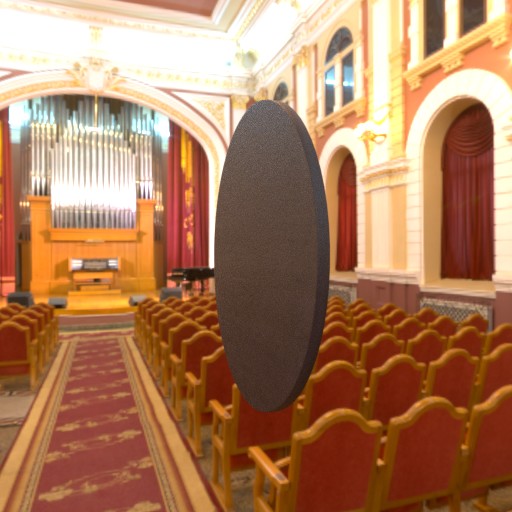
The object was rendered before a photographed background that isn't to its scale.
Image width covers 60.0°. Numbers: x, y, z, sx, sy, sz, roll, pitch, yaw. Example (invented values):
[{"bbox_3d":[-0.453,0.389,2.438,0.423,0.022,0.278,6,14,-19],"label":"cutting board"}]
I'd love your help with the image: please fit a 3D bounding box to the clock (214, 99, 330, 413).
[{"bbox_3d":[0.000,0.000,0.893,0.029,0.595,0.595,0,0,-19],"label":"clock"}]
